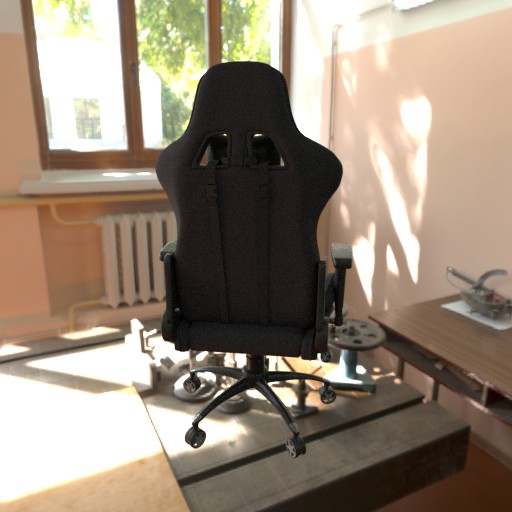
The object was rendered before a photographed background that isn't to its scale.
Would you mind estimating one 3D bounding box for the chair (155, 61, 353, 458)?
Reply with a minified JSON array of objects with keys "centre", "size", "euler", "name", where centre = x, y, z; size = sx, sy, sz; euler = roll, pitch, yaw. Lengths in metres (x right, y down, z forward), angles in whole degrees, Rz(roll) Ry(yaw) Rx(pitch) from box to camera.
[{"centre":[0.000,0.000,1.708],"size":[0.730,1.300,0.695],"euler":[2,15,8],"name":"chair"}]
